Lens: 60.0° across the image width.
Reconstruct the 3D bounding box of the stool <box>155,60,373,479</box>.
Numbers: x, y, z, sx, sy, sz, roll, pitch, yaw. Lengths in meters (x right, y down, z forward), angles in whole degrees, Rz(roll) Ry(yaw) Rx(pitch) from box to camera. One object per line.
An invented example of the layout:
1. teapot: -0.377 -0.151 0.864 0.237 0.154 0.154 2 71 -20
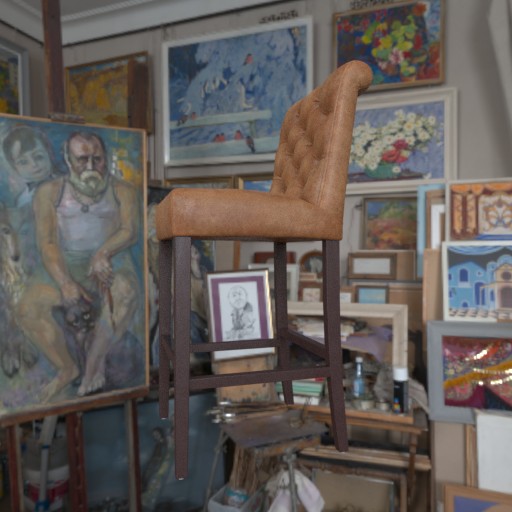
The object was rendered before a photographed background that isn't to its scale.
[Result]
1. stool: 0.000 0.000 1.425 0.601 1.140 0.493 0 1 -18
